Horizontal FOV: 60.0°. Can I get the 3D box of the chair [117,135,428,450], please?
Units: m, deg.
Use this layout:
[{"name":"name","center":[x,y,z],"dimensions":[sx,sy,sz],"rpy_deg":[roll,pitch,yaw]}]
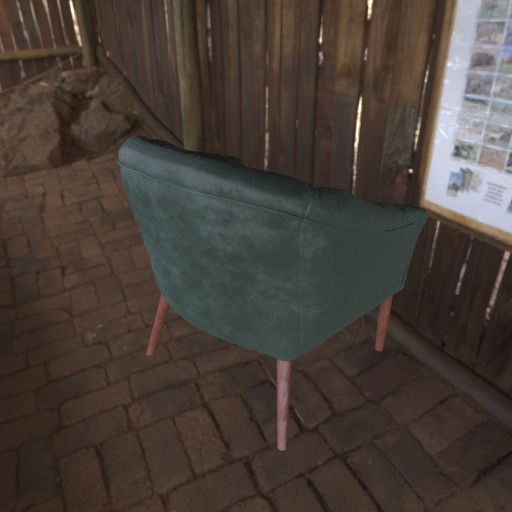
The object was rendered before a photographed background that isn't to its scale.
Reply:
[{"name":"chair","center":[0.000,0.000,1.483],"dimensions":[0.851,0.885,0.776],"rpy_deg":[23,37,34]}]
